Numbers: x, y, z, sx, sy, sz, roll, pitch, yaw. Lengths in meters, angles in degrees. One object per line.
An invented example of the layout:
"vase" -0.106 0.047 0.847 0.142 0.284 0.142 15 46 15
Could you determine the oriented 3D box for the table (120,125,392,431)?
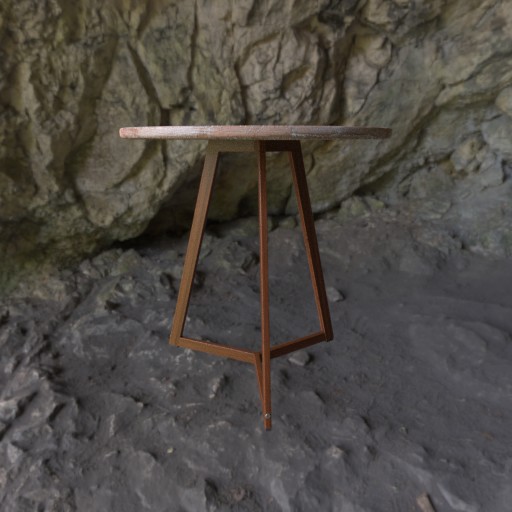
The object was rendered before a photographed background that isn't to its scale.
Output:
"table" 0.000 0.000 0.910 0.500 0.500 0.500 0 15 0
